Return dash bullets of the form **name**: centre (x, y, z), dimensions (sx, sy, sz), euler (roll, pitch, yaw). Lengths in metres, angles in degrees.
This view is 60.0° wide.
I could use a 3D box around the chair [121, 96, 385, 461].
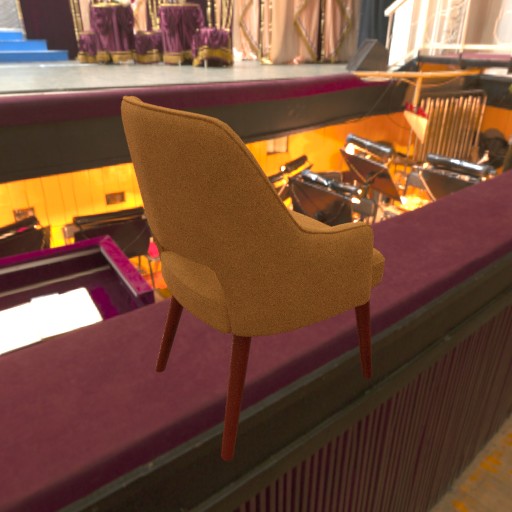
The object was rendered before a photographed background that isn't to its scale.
- **chair**: centre (0.000, 0.000, 1.222), dimensions (0.605, 0.849, 0.548), euler (-18, 32, -31)
